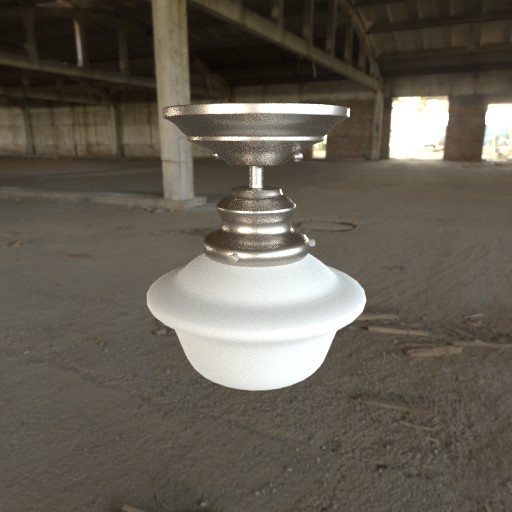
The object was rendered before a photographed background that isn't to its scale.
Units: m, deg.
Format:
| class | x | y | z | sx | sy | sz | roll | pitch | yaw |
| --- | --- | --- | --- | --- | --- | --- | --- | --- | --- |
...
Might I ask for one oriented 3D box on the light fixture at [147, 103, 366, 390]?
| class | x | y | z | sx | sy | sz | roll | pitch | yaw |
| --- | --- | --- | --- | --- | --- | --- | --- | --- | --- |
| light fixture | 0.000 | 0.000 | 0.403 | 0.199 | 0.254 | 0.199 | 0 | 15 | 0 |
